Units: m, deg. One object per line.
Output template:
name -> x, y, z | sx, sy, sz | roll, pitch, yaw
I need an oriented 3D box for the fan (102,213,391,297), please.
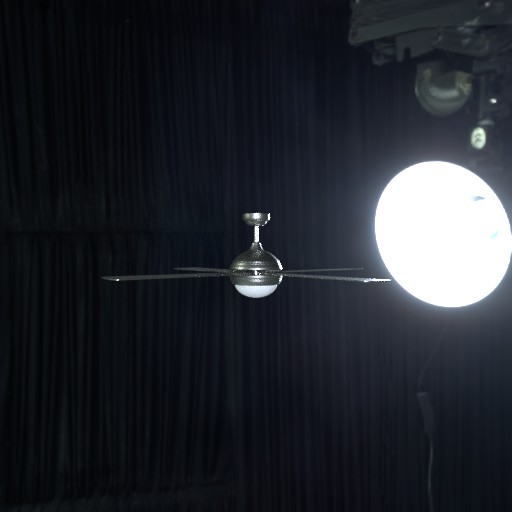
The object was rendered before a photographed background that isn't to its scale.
fan -> 0.000, 0.000, 2.031 | 1.321, 0.381, 1.321 | 0, 1, -17
